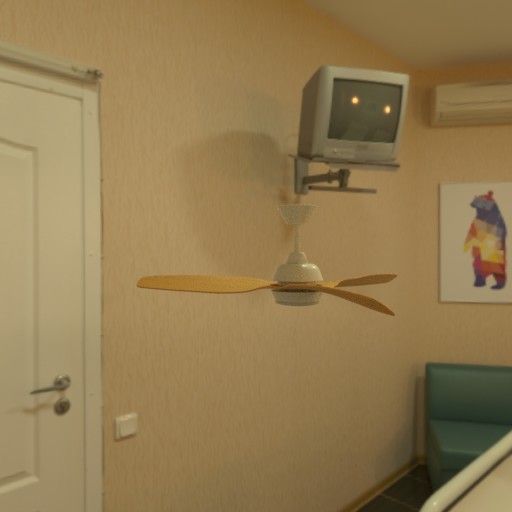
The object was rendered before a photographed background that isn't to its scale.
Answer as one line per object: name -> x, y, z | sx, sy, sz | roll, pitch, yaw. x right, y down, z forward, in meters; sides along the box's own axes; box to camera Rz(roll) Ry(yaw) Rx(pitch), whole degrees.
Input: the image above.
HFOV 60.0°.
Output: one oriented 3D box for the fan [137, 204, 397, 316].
fan -> 0.000, 0.000, 1.630 | 1.010, 0.355, 1.142 | 0, 1, 17
